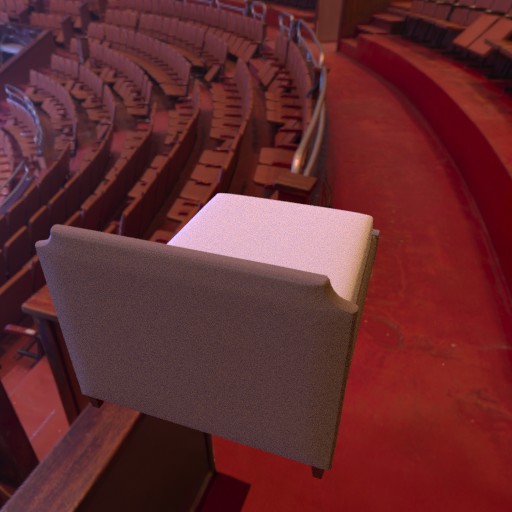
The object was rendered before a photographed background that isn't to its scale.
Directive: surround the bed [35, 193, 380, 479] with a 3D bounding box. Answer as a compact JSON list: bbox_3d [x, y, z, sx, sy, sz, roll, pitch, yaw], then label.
[{"bbox_3d":[0.000,0.000,3.356,1.713,1.443,2.372,11,34,16],"label":"bed"}]
